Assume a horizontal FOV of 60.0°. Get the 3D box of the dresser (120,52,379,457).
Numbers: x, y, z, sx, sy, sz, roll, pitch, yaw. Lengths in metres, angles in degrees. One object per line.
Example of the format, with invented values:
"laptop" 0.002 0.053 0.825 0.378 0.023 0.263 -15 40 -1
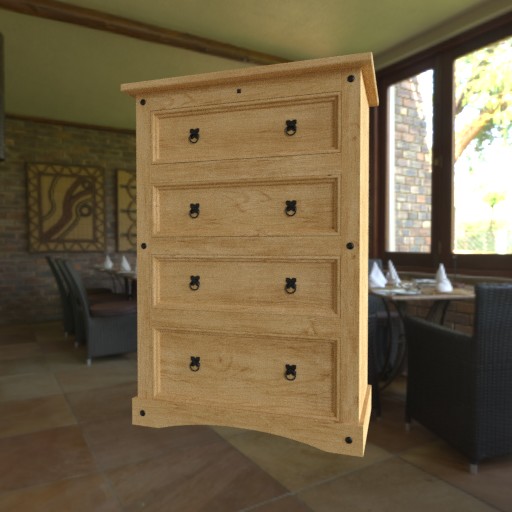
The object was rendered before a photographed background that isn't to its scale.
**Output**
"dresser" 0.000 0.000 1.767 0.915 1.300 0.485 0 1 18
